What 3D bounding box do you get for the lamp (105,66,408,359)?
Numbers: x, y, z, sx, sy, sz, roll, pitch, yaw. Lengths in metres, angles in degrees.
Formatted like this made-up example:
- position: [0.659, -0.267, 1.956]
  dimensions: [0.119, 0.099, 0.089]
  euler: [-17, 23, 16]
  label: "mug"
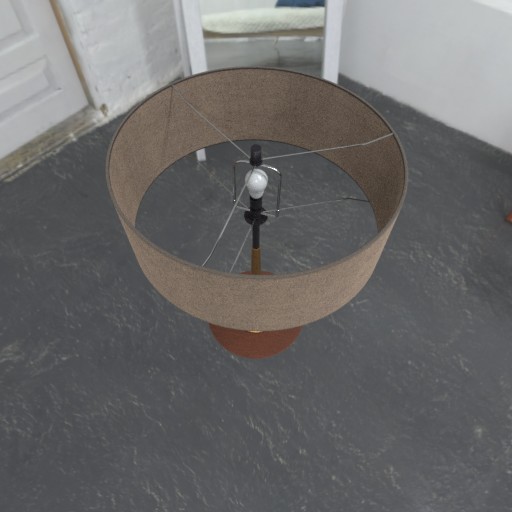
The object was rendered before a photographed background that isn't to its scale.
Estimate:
- position: [0.000, 0.000, 0.840]
  dimensions: [0.417, 0.551, 0.396]
  euler: [15, 59, 9]
  label: "lamp"
